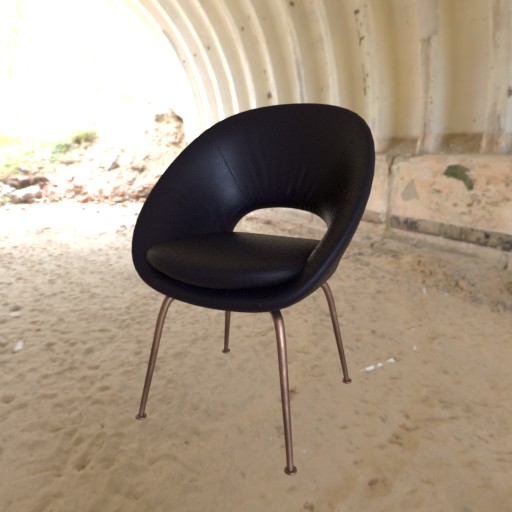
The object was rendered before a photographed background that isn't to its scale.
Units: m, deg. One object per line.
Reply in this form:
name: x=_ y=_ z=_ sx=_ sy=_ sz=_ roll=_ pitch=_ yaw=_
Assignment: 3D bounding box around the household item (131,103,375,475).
household item: x=0.000 y=0.000 z=1.247 sx=0.623 sy=0.852 sz=0.573 roll=7 pitch=16 yaw=27
